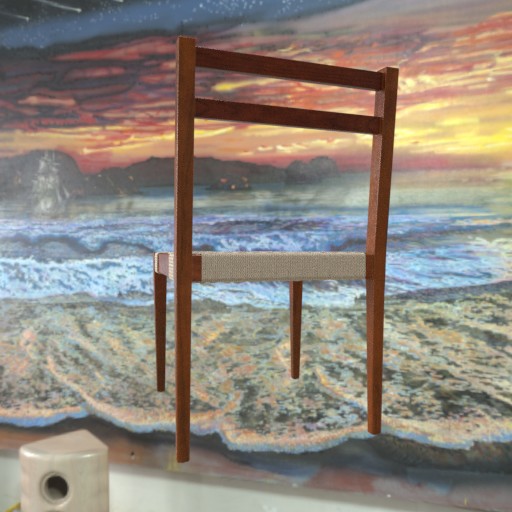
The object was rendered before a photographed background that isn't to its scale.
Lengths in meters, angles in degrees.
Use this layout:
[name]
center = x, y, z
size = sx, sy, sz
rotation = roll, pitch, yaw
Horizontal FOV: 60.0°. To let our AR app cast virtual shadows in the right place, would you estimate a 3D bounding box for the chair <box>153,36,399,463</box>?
[chair]
center = 0.000, 0.000, 1.190
size = 0.495, 0.851, 0.569
rotation = 0, 1, -18
